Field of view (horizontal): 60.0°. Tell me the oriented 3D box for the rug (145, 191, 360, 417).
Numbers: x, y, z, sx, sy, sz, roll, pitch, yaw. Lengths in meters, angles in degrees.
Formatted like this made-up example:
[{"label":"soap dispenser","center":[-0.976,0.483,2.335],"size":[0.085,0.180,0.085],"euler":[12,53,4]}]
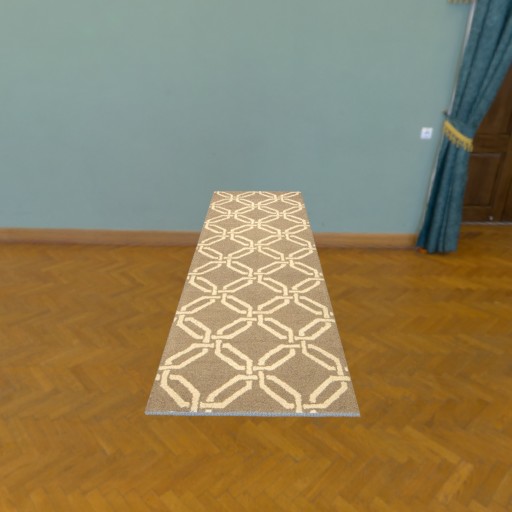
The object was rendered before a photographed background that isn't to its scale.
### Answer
[{"label":"rug","center":[0.000,0.000,2.411],"size":[0.678,0.014,2.276],"euler":[0,26,1]}]
